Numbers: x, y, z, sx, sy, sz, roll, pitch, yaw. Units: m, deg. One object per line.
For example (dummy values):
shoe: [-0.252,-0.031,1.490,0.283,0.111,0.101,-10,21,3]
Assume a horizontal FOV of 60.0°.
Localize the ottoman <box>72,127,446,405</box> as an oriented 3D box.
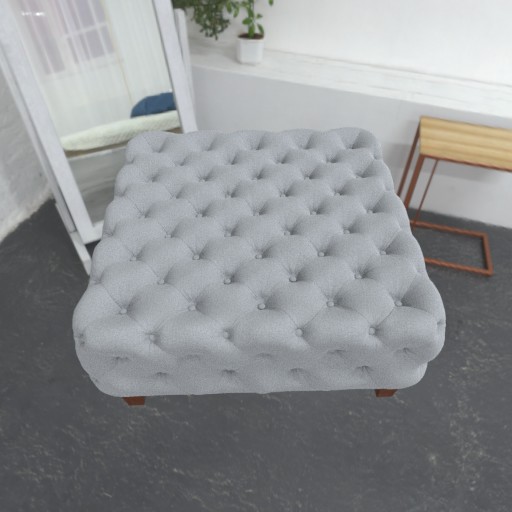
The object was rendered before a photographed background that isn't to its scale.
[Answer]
ottoman: [0.000,0.000,1.193,0.758,0.365,0.764,-1,47,-1]
